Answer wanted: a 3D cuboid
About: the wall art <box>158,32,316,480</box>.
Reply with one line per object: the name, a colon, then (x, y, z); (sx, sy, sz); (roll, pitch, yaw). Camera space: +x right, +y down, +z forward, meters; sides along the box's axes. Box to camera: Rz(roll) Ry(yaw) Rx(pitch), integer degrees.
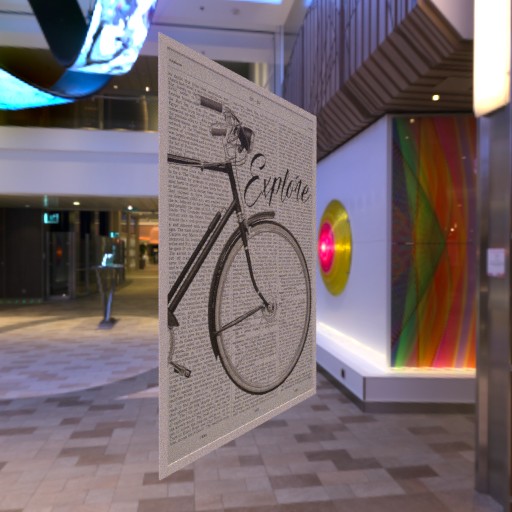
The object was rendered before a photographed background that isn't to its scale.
wall art: (0.000, 0.000, 0.791); (0.003, 0.610, 0.457); (0, 0, 35)
